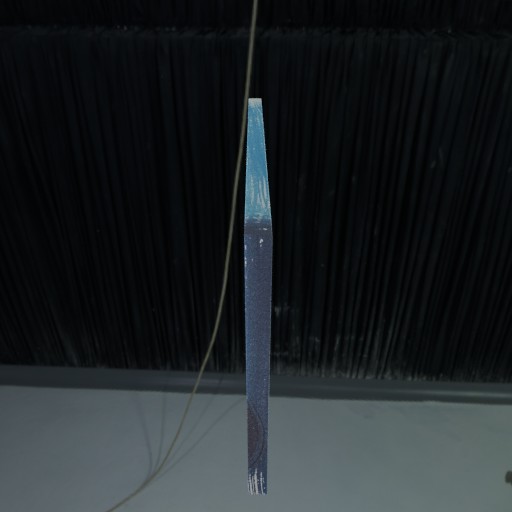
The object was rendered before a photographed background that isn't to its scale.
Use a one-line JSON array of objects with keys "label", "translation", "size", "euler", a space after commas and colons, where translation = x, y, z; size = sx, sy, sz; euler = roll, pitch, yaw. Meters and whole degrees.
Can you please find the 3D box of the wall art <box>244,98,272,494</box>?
[{"label": "wall art", "translation": [0.000, 0.000, 1.157], "size": [0.039, 0.610, 0.914], "euler": [0, 31, 0]}]
